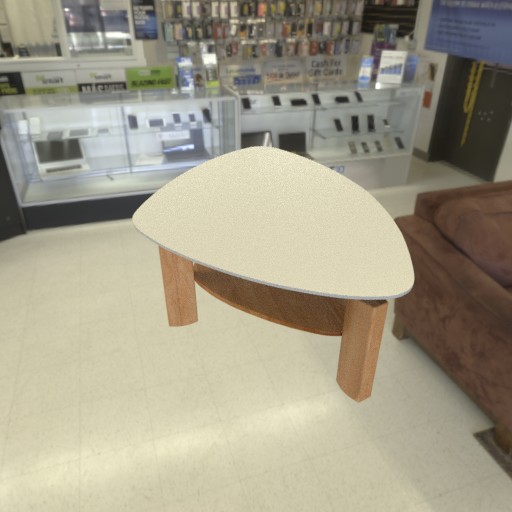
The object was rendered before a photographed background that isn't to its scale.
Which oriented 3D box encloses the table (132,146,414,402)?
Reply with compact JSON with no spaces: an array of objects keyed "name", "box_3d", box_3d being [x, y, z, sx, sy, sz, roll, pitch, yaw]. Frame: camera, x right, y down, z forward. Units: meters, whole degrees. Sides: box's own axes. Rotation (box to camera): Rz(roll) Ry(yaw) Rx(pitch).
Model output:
[{"name":"table","box_3d":[0.000,0.000,1.675,0.850,0.440,1.250,-8,32,-14]}]
